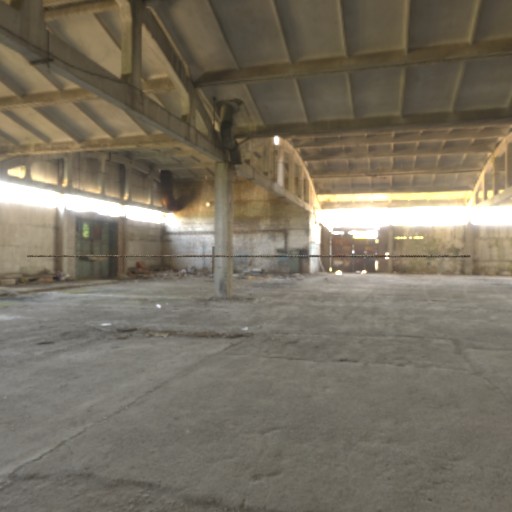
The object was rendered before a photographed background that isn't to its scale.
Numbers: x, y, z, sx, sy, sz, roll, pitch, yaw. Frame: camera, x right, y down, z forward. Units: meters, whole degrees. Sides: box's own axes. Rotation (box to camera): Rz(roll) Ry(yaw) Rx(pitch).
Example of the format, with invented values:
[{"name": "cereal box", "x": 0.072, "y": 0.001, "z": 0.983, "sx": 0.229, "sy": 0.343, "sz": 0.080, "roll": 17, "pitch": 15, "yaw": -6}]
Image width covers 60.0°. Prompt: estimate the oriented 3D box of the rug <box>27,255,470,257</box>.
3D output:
[{"name": "rug", "x": 0.000, "y": 0.000, "z": 3.051, "sx": 2.435, "sy": 0.011, "sz": 1.526, "roll": 0, "pitch": 0, "yaw": 16}]
